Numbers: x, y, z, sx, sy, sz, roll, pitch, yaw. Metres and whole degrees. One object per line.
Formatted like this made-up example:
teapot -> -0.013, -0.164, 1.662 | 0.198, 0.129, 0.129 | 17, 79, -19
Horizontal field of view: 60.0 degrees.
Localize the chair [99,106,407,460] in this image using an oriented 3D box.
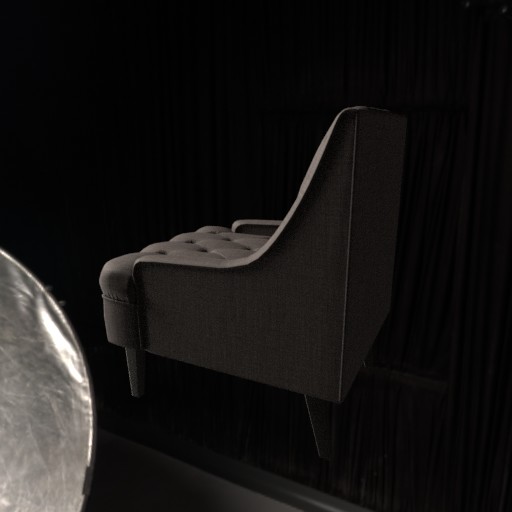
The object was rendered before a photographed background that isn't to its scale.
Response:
chair -> 0.000, 0.000, 1.426 | 0.771, 0.891, 0.655 | 8, 18, 25
